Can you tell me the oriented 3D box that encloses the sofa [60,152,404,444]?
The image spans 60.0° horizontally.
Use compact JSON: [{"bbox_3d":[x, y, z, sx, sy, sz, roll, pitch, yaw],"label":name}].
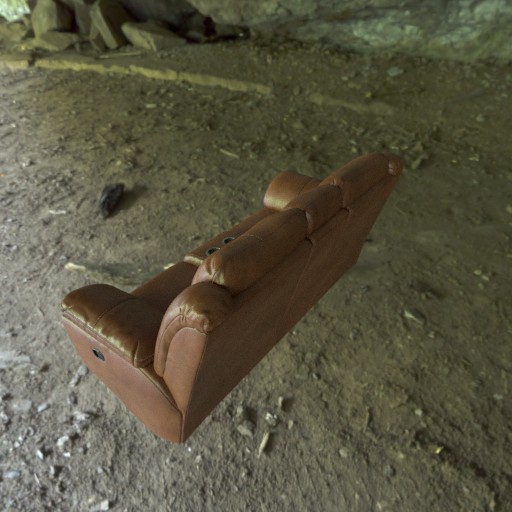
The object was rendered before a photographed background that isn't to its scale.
[{"bbox_3d":[0.000,0.000,2.649,0.991,1.043,2.058,22,39,30],"label":"sofa"}]
